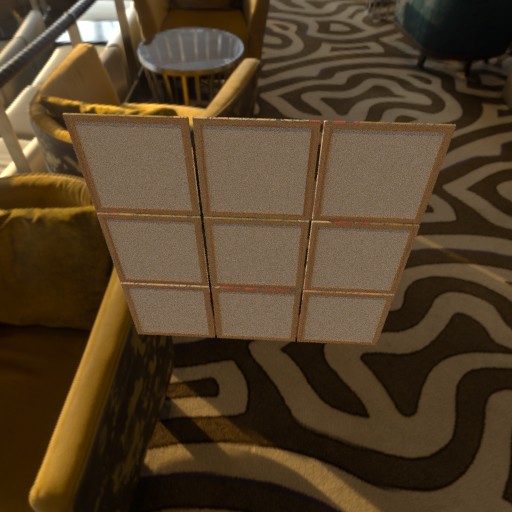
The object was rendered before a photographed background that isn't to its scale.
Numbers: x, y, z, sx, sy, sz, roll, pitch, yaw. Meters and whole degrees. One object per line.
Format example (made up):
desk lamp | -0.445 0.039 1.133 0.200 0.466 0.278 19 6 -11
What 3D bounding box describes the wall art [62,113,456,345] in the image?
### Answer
wall art | 0.000 0.000 2.268 1.519 1.534 0.013 2 47 2
